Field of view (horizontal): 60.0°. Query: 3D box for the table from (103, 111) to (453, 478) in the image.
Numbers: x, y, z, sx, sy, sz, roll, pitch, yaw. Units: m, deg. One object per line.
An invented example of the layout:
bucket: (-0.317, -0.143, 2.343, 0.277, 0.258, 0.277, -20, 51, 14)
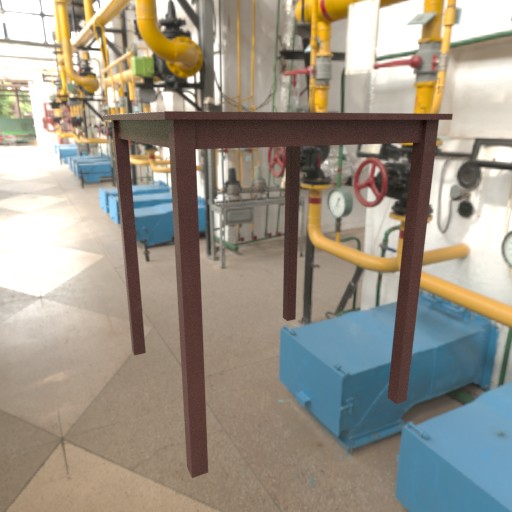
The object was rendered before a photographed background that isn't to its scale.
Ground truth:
table: (0.000, 0.000, 1.630, 0.861, 0.991, 0.861, -8, 19, -25)
